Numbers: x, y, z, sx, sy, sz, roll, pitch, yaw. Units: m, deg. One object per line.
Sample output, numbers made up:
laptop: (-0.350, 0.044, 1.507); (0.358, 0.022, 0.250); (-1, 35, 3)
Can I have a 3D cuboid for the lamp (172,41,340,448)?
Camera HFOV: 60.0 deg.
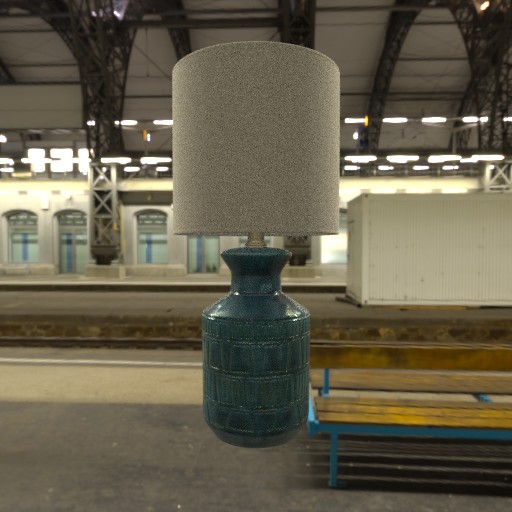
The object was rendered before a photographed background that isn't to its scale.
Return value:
lamp: (0.000, 0.000, 0.574); (0.211, 0.455, 0.211); (0, 1, -19)
